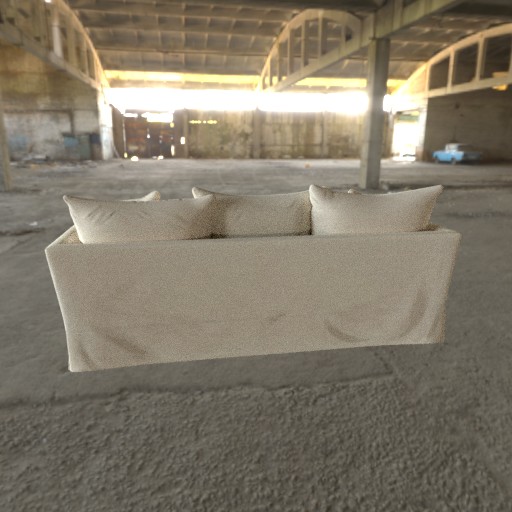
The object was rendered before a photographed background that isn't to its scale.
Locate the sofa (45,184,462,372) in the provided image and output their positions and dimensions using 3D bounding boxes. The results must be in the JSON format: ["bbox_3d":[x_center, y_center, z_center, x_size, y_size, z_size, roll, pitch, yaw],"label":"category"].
[{"bbox_3d":[0.000,0.000,3.102,2.484,1.042,1.030,-2,15,-9],"label":"sofa"}]
